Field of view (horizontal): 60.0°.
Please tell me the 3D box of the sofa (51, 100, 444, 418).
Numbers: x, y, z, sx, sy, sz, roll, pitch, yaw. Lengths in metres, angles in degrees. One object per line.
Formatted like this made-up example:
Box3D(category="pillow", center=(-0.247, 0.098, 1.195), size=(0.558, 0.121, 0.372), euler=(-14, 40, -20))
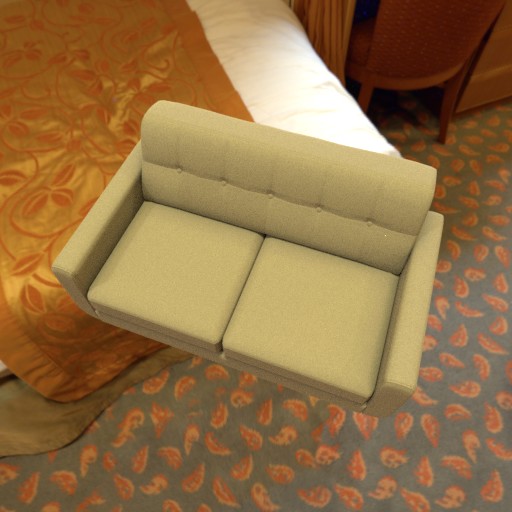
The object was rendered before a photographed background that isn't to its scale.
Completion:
Box3D(category="sofa", center=(0.000, 0.000, 2.221), size=(1.655, 0.892, 0.980), euler=(17, 59, 10))
